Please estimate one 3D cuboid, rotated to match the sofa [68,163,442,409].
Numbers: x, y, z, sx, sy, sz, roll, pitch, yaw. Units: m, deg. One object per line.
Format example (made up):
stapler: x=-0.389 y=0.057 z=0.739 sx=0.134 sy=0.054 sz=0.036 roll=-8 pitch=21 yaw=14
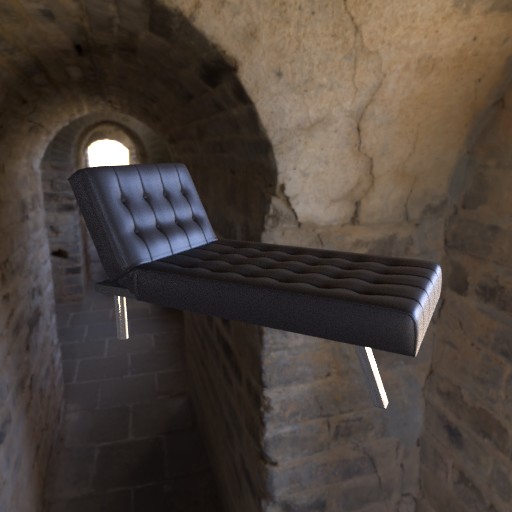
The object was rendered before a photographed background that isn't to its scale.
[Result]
sofa: x=0.000 y=0.000 z=2.061 sx=1.560 sy=0.820 sz=0.760 roll=7 pitch=15 yaw=27
